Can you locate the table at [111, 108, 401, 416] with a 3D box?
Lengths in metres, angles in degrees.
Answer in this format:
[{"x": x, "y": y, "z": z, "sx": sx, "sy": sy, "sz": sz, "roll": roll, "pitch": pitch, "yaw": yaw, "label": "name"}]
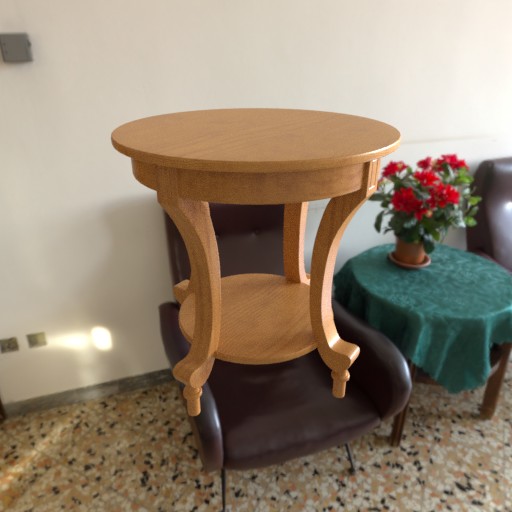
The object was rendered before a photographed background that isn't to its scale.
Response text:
[{"x": 0.000, "y": 0.000, "z": 1.082, "sx": 0.597, "sy": 0.612, "sz": 0.597, "roll": 0, "pitch": 26, "yaw": 0, "label": "table"}]
